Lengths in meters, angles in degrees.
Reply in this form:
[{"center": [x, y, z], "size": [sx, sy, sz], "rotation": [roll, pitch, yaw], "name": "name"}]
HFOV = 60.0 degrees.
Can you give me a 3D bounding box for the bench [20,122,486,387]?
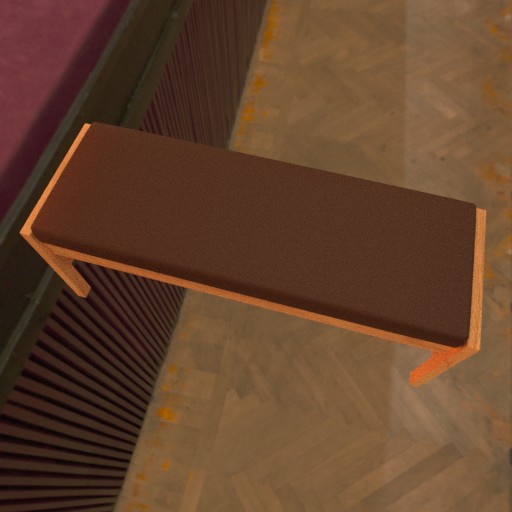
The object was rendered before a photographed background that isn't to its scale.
[{"center": [0.000, 0.000, 1.381], "size": [1.200, 0.480, 0.405], "rotation": [14, 64, 7], "name": "bench"}]
